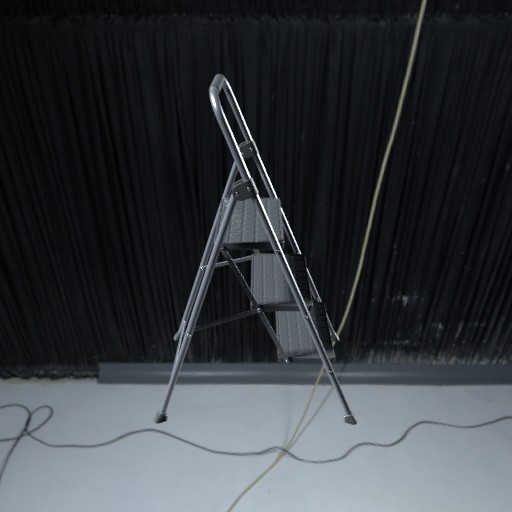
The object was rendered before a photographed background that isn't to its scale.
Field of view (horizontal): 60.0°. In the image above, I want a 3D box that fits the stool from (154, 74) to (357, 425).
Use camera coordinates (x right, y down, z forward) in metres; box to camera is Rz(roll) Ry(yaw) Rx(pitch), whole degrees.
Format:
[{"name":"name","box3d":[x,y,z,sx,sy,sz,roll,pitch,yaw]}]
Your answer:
[{"name":"stool","box3d":[0.000,0.000,1.492,0.733,1.121,0.473,0,31,0]}]
